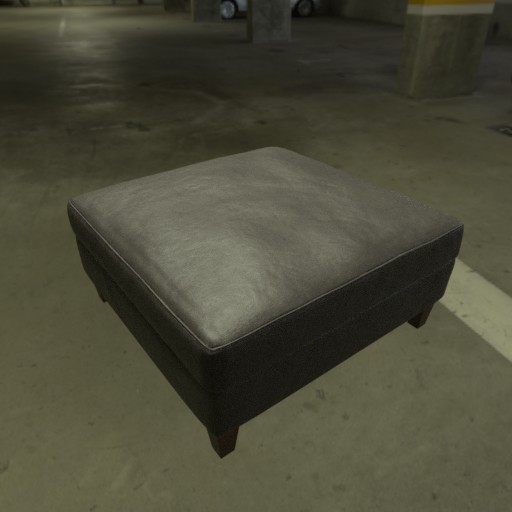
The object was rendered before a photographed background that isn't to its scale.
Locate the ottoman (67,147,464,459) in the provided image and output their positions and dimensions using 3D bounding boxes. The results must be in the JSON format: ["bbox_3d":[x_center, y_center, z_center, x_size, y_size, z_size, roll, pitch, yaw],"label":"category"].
[{"bbox_3d":[0.000,0.000,1.331,0.844,0.415,0.836,-22,38,-31],"label":"ottoman"}]
